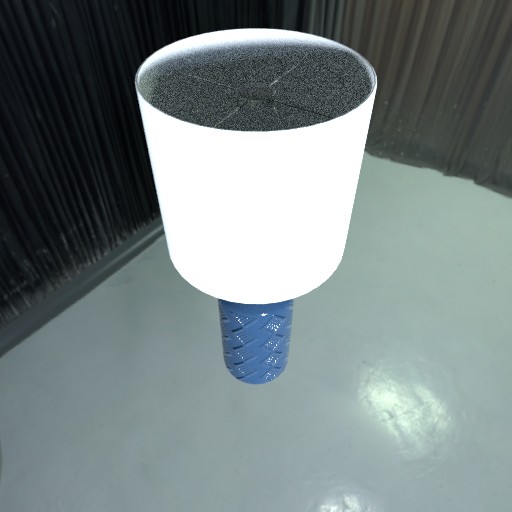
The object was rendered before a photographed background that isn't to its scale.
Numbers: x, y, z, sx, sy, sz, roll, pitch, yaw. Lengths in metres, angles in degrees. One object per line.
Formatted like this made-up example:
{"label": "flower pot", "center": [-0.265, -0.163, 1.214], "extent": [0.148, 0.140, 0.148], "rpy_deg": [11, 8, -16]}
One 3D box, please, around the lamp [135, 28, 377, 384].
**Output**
{"label": "lamp", "center": [0.000, 0.000, 0.550], "extent": [0.207, 0.461, 0.207], "rpy_deg": [24, 51, 22]}
